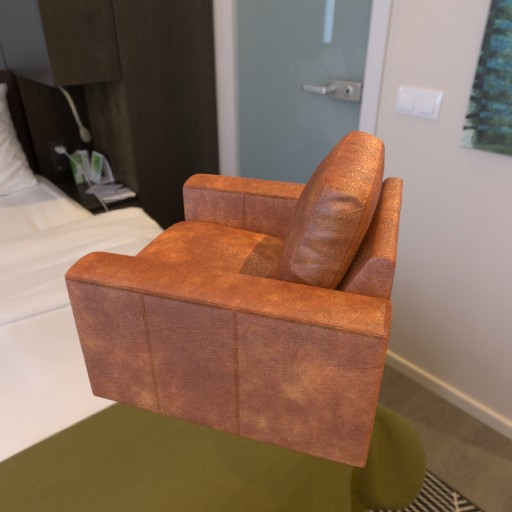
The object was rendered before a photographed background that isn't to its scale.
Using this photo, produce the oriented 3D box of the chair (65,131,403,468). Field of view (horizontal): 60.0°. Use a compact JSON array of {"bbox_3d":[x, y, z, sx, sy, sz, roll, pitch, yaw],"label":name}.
[{"bbox_3d":[0.000,0.000,1.706,1.016,0.873,1.005,9,30,15],"label":"chair"}]
